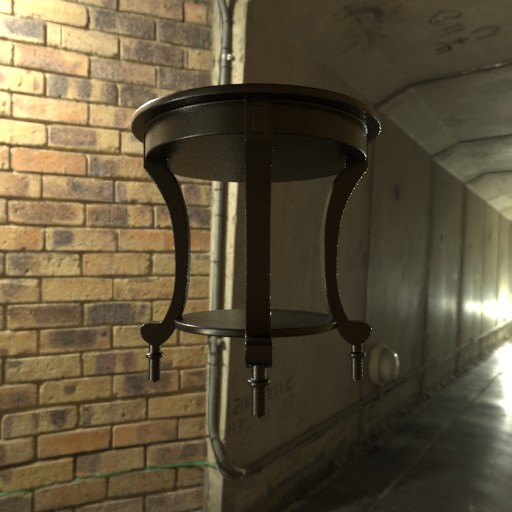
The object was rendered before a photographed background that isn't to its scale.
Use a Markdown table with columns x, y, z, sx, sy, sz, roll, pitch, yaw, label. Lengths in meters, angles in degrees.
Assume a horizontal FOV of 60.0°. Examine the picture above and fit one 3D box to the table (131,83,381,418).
| x | y | z | sx | sy | sz | roll | pitch | yaw | label |
| --- | --- | --- | --- | --- | --- | --- | --- | --- | --- |
| 0.000 | 0.000 | 1.094 | 0.597 | 0.618 | 0.597 | 0 | -1 | 0 | table |
